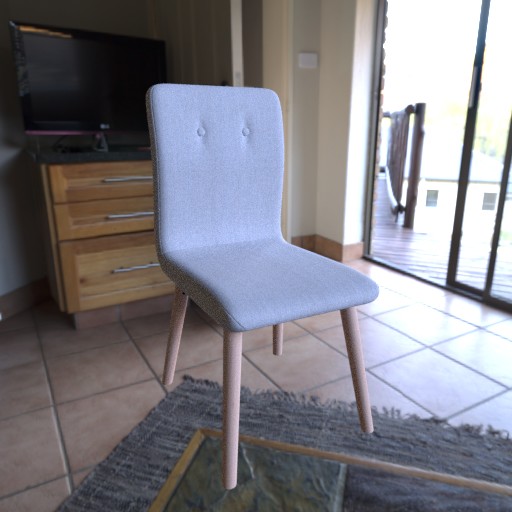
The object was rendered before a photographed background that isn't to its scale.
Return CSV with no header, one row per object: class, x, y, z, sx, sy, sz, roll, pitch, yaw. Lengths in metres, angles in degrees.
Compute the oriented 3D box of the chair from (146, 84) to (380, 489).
chair,0.000,0.000,1.180,0.435,0.885,0.550,-8,18,-27
